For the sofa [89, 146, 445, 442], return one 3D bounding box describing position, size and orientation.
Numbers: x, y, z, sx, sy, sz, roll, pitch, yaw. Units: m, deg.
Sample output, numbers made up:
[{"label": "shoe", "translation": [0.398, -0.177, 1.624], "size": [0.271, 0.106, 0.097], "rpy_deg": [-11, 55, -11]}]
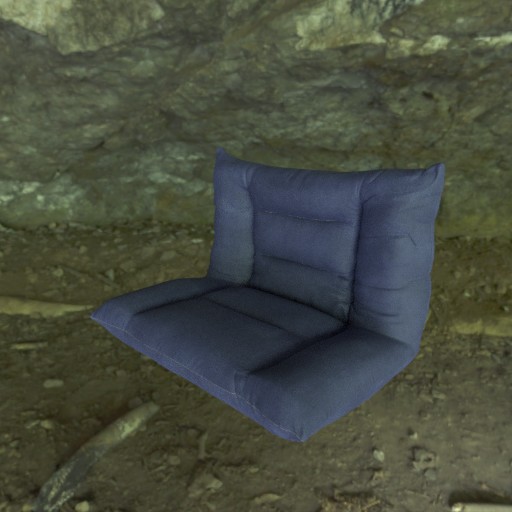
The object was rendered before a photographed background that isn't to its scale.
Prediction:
[{"label": "sofa", "translation": [0.000, 0.000, 1.688], "size": [1.122, 0.778, 0.849], "rpy_deg": [14, 21, 42]}]
